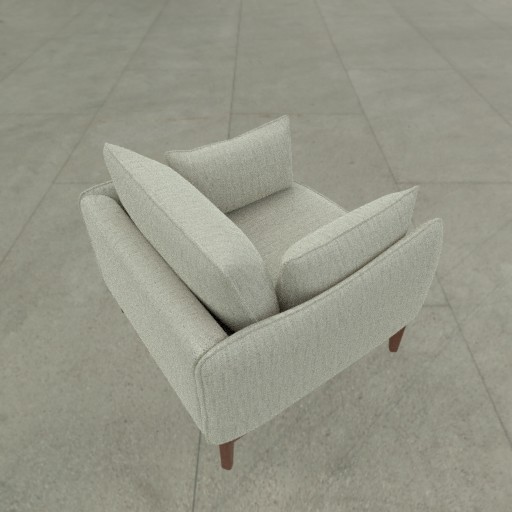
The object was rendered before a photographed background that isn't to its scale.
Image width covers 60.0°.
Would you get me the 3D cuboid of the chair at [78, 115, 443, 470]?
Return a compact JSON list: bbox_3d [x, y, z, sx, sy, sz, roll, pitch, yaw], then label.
[{"bbox_3d":[0.000,0.000,1.703,0.991,0.855,0.994,-25,47,-26],"label":"chair"}]
